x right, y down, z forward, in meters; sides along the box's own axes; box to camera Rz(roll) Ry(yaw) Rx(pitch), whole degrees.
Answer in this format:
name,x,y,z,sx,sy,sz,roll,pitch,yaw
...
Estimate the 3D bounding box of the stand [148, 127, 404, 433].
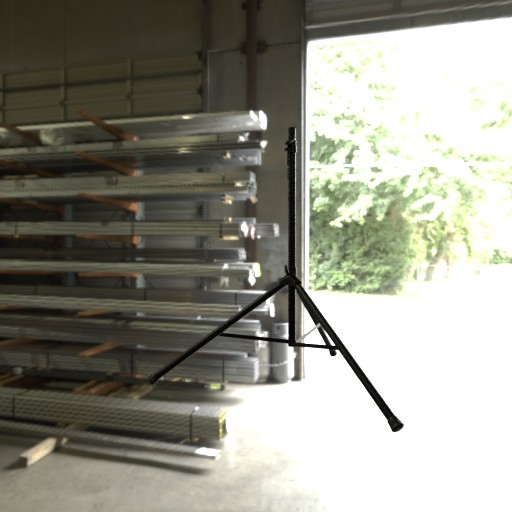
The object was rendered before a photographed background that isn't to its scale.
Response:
name,x,y,z,sx,sy,sz,roll,pitch,yaw
stand,0.000,0.000,2.766,1.339,1.595,1.596,0,0,0
